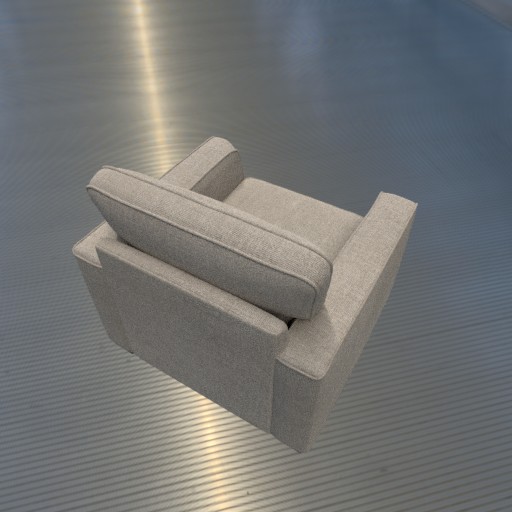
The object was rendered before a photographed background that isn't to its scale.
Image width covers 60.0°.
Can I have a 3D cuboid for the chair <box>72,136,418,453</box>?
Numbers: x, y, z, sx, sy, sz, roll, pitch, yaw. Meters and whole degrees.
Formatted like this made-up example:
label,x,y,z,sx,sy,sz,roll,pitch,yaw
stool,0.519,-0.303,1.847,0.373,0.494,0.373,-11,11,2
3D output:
label,x,y,z,sx,sy,sz,roll,pitch,yaw
chair,0.000,0.000,1.793,1.015,0.965,0.939,23,50,21
